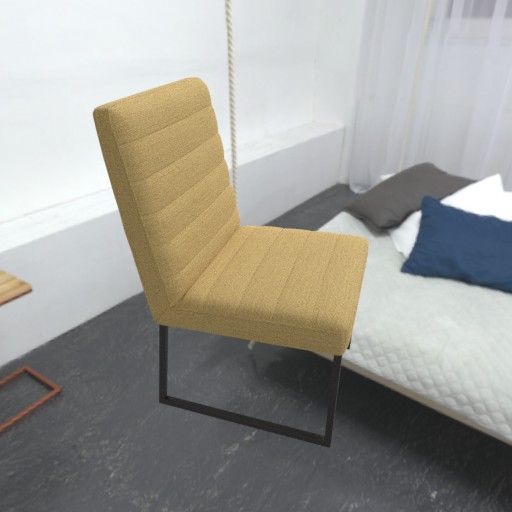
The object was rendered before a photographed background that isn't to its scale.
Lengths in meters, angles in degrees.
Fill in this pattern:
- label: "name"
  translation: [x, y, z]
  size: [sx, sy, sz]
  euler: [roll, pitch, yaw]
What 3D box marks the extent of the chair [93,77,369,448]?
- label: "chair"
  translation: [0.000, 0.000, 1.328]
  size: [0.634, 0.930, 0.520]
  euler: [9, 31, 15]
